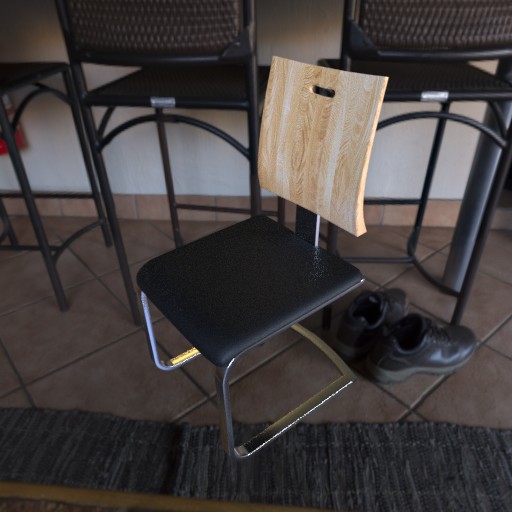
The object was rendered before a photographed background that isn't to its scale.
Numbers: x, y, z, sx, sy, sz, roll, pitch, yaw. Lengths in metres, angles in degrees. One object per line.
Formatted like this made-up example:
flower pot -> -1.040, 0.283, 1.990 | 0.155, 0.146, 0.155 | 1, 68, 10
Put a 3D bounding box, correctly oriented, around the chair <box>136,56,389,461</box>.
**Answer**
chair -> 0.000, 0.000, 1.219 | 0.560, 0.936, 0.462 | -23, 39, -31
